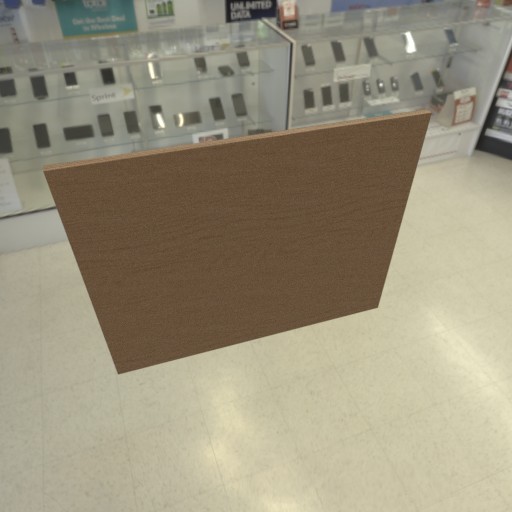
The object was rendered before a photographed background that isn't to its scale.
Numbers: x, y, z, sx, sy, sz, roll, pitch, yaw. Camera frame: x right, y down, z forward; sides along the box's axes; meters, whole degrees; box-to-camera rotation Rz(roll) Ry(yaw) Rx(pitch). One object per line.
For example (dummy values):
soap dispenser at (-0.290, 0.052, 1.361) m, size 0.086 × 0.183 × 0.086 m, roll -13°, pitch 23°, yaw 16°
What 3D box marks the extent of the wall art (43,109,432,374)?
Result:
wall art at (0.000, 0.000, 0.697) m, size 0.508 × 0.406 × 0.013 m, roll -12°, pitch 43°, yaw -13°
